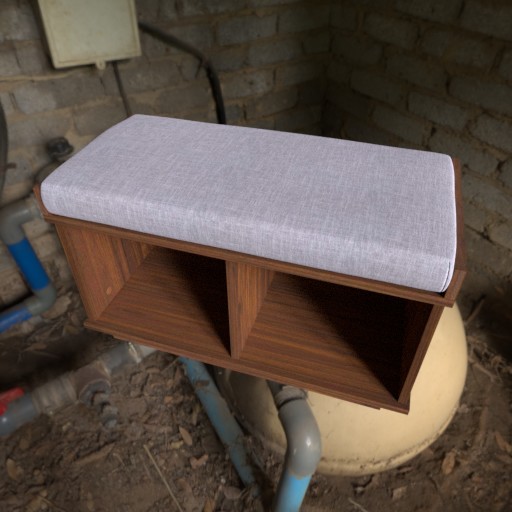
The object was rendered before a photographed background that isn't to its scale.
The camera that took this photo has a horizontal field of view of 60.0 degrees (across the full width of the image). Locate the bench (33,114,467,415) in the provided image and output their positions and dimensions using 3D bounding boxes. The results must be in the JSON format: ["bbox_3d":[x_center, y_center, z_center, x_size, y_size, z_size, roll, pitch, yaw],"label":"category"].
[{"bbox_3d":[0.000,0.000,0.964,0.734,0.461,0.362,12,42,13],"label":"bench"}]
